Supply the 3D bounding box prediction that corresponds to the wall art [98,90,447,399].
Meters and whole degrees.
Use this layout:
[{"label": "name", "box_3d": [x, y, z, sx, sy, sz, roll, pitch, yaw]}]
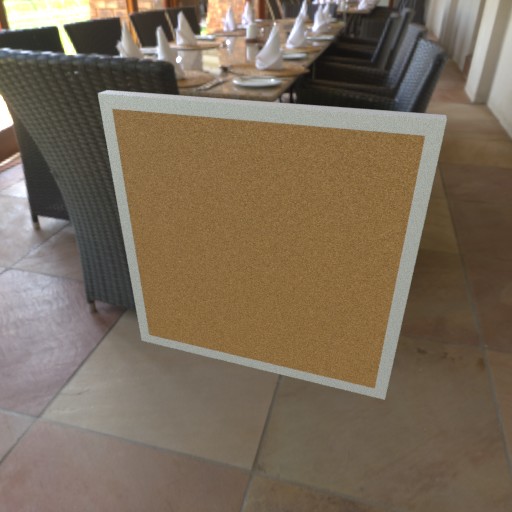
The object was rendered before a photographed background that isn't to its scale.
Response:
[{"label": "wall art", "box_3d": [0.000, 0.000, 1.142, 0.762, 0.762, 0.038, 10, 33, 15]}]
